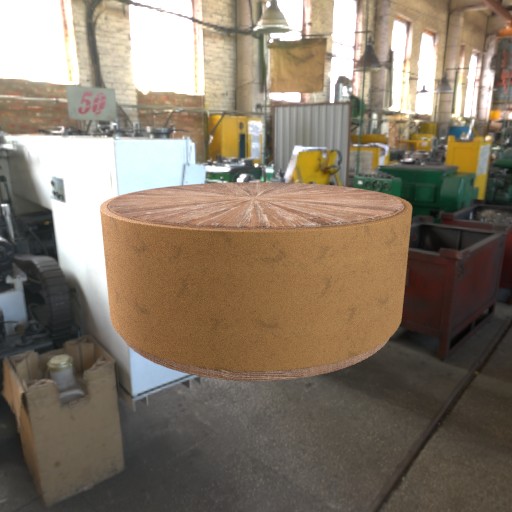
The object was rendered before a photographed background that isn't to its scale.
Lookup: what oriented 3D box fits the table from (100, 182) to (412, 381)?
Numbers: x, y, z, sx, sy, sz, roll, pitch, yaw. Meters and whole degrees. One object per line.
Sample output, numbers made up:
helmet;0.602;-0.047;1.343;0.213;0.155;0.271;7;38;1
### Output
table;0.000;0.000;1.552;1.001;0.409;1.001;0;16;0
